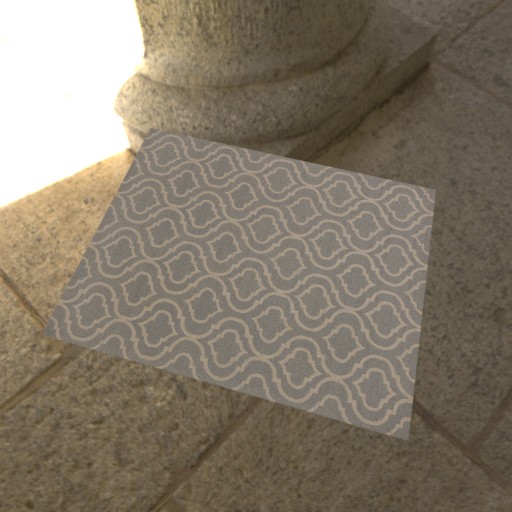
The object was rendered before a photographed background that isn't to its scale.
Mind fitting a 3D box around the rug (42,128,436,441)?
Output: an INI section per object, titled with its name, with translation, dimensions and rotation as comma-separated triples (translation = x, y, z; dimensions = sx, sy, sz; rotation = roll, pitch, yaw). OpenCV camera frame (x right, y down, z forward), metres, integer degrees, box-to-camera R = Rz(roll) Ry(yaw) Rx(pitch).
[rug]
translation = 0.000, 0.000, 3.854
dimensions = 2.892, 0.006, 2.283
rotation = 14, 63, 7
